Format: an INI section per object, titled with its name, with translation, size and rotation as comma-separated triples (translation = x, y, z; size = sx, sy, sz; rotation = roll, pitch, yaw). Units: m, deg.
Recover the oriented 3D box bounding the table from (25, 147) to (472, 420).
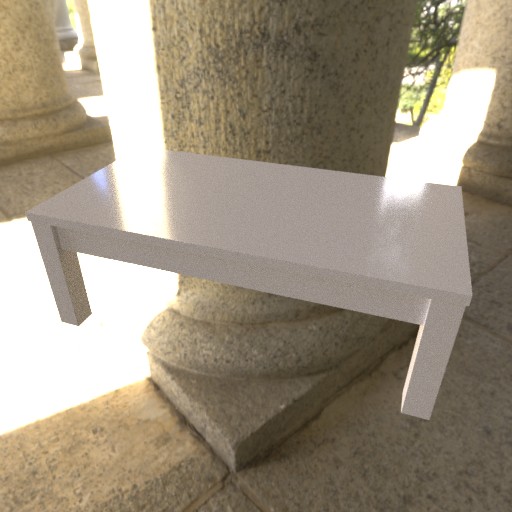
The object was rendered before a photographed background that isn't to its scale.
[table]
translation = 0.000, 0.000, 1.659
size = 1.350, 0.470, 0.700
rotation = 11, 34, 16
